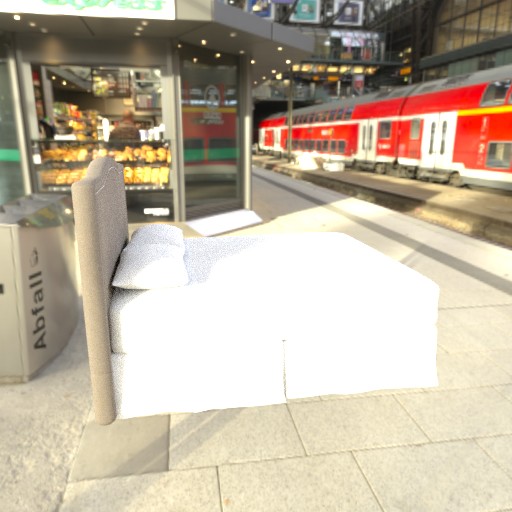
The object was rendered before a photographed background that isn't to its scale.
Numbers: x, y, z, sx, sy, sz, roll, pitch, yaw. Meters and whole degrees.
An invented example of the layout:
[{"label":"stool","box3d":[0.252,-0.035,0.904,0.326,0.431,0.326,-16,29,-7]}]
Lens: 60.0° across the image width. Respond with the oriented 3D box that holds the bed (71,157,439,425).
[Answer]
[{"label":"bed","box3d":[0.000,0.000,3.252,2.128,1.441,1.744,-3,15,-11]}]
